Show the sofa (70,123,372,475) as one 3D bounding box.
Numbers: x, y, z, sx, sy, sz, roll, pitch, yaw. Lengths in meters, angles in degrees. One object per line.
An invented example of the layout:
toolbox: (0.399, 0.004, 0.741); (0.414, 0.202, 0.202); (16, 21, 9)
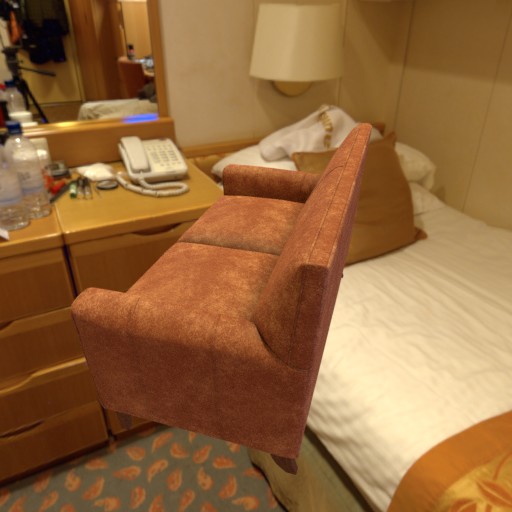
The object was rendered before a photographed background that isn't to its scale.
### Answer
sofa: (0.000, 0.000, 1.923); (0.787, 0.871, 1.473); (8, 30, 14)
